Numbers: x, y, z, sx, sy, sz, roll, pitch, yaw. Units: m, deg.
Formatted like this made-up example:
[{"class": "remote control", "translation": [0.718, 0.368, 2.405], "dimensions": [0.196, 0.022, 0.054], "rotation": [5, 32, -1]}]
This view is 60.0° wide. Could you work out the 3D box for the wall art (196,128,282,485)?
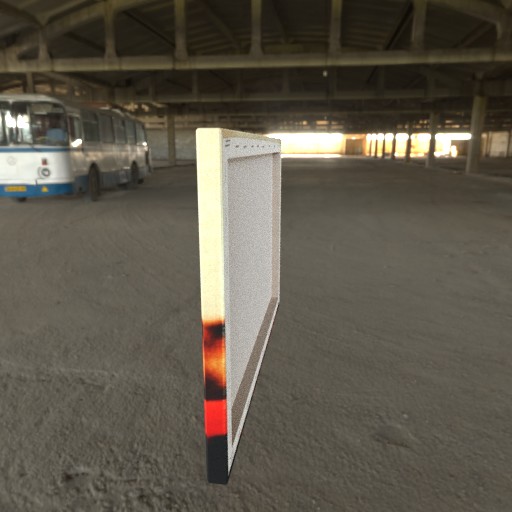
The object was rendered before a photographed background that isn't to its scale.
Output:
[{"class": "wall art", "translation": [0.000, 0.000, 1.146], "dimensions": [0.038, 0.602, 0.918], "rotation": [2, 14, 8]}]
